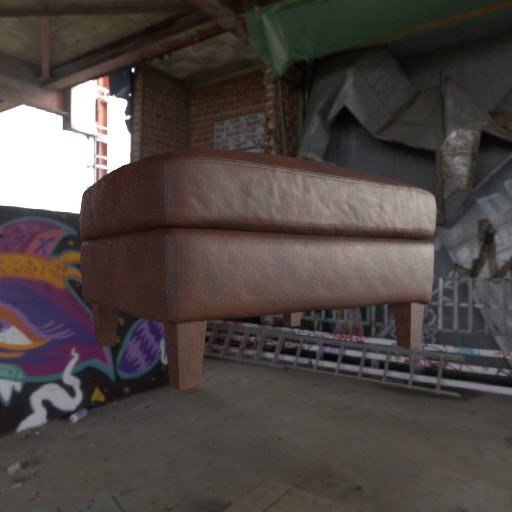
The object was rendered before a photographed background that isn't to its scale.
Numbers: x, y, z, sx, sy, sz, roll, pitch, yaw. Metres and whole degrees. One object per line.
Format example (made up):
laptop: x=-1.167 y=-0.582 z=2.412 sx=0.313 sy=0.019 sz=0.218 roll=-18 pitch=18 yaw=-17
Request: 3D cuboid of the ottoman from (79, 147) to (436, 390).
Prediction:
ottoman: x=0.000 y=0.000 z=1.297 sx=0.887 sy=0.527 sz=0.659 roll=1 pitch=-1 yaw=-35
